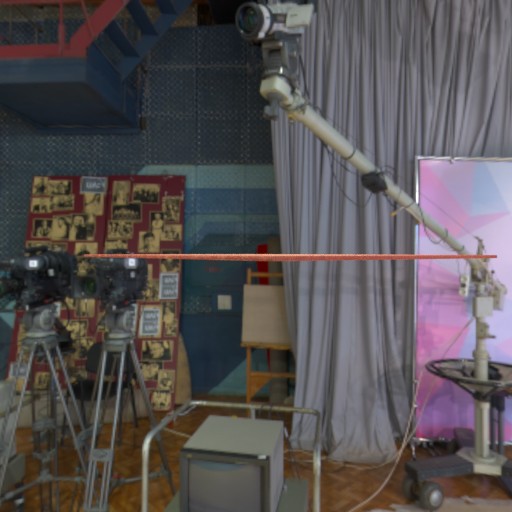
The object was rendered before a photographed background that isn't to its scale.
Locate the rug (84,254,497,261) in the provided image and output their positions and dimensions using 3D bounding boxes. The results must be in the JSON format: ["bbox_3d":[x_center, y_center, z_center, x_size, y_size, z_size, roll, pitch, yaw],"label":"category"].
[{"bbox_3d":[0.000,0.000,2.273,1.219,0.014,1.829,0,0,-36],"label":"rug"}]
